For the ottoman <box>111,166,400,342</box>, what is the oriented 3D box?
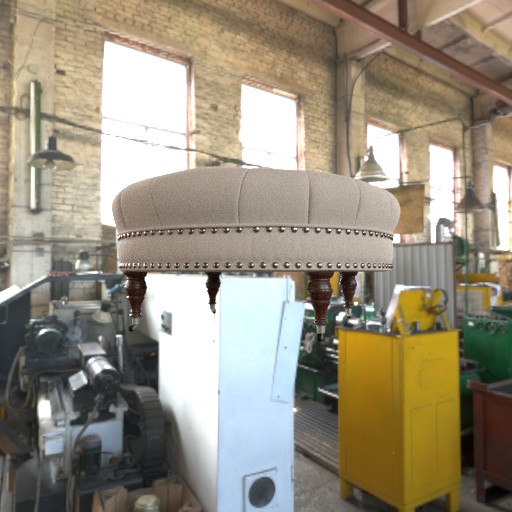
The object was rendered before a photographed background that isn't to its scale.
[{"bbox_3d":[0.000,0.000,1.435,0.901,0.439,0.901,0,-2,0],"label":"ottoman"}]
